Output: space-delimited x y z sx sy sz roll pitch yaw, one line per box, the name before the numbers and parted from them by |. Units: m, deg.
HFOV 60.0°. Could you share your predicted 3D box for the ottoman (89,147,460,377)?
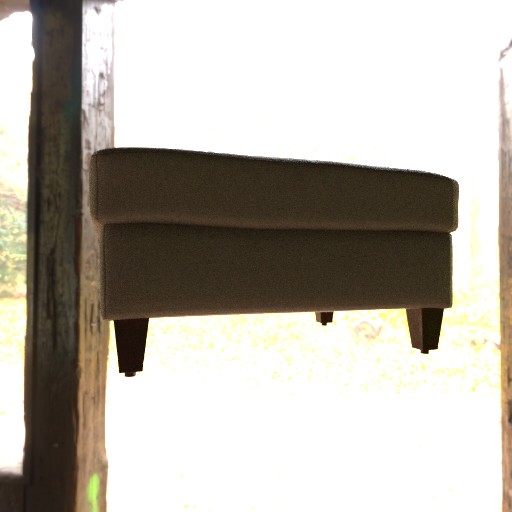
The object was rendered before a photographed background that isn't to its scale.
ottoman | 0.000 0.000 1.299 0.902 0.511 0.692 0 -1 -19
